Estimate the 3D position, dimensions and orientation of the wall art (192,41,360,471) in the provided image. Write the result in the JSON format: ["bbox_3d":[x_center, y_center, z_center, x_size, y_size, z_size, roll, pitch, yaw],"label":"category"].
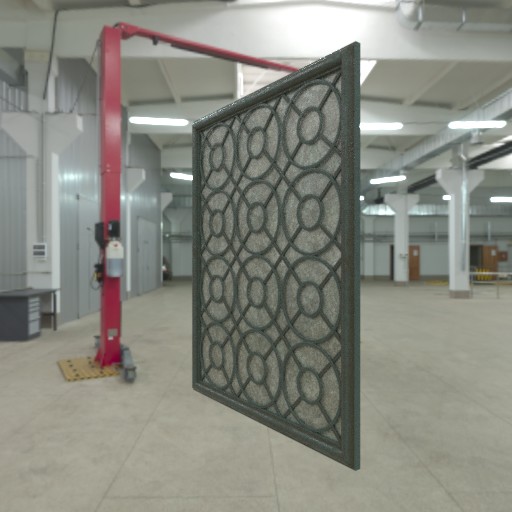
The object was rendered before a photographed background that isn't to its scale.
[{"bbox_3d":[0.000,0.000,1.322,0.030,0.983,0.767,0,0,-37],"label":"wall art"}]
